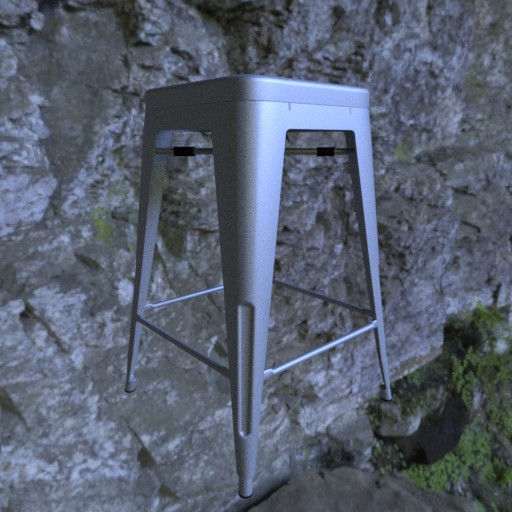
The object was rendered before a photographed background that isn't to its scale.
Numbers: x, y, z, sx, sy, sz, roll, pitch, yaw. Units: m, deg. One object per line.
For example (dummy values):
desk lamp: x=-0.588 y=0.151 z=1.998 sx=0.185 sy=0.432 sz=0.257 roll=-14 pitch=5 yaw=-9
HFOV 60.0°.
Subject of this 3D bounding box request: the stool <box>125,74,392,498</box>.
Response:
stool: x=0.000 y=0.000 z=0.861 sx=0.406 sy=0.610 sz=0.406 roll=-13 pitch=19 yaw=-40
